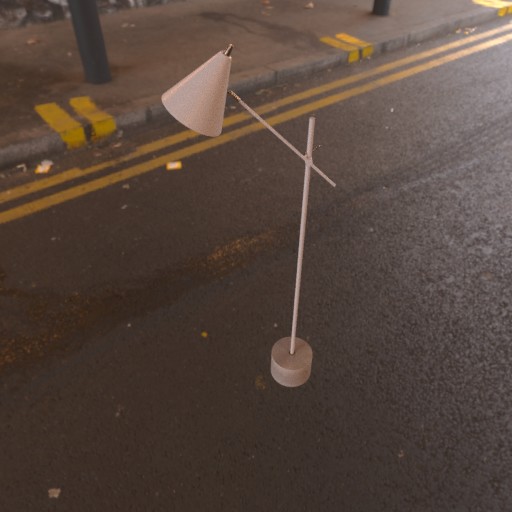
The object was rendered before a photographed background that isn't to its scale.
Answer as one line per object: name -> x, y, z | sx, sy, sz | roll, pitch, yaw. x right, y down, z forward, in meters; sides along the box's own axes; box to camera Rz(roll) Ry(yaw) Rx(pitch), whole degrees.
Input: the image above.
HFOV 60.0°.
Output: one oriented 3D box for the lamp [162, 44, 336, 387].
lamp -> 0.000, 0.000, 1.592 | 0.508, 1.430, 0.223 | 1, 41, 1
